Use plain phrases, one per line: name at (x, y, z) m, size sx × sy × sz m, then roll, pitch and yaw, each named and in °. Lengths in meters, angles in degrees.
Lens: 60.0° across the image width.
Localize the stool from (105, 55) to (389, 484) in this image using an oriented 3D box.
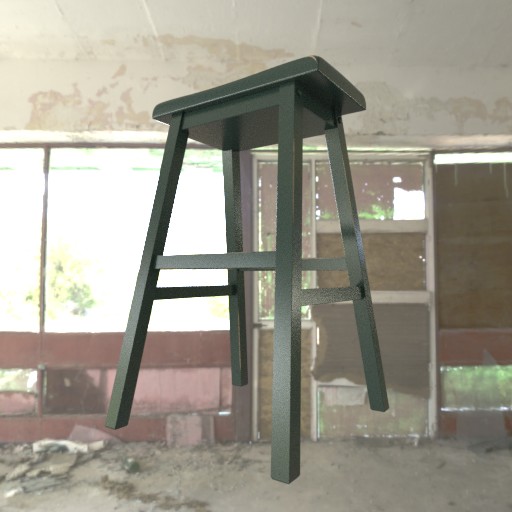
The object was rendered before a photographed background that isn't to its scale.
stool at (0.000, 0.000, 1.027) m, size 0.457 × 0.737 × 0.476 m, roll -2°, pitch -3°, yaw 35°
